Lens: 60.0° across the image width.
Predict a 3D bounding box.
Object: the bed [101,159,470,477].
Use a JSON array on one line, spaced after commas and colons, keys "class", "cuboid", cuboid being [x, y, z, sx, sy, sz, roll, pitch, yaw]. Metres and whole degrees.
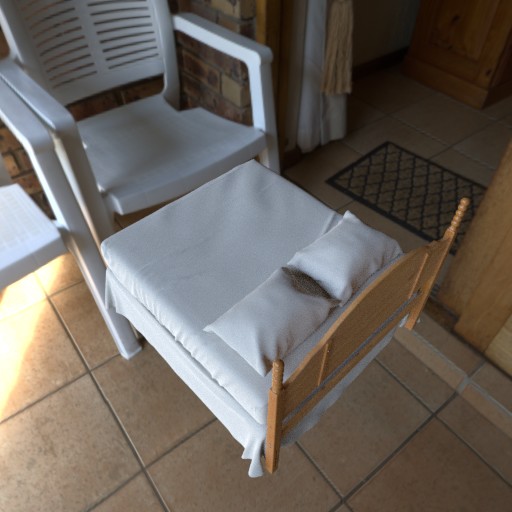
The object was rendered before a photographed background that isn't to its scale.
[{"class": "bed", "cuboid": [0.000, 0.000, 3.259, 1.873, 1.356, 2.040, -35, 56, -28]}]
